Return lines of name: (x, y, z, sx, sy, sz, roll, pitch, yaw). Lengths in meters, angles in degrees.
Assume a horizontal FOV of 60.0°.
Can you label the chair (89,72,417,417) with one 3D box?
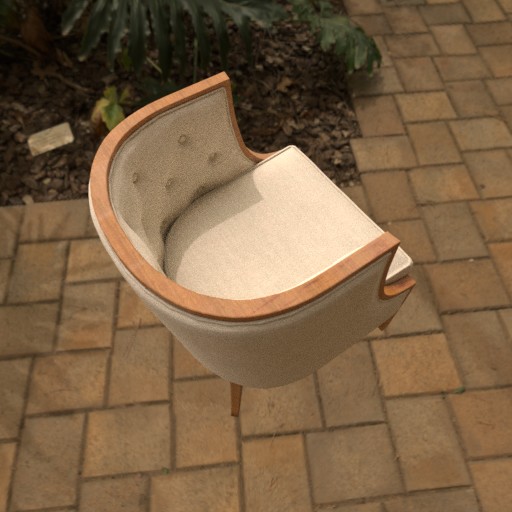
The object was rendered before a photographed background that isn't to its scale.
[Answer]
chair: (0.000, 0.000, 1.353, 0.757, 0.775, 0.711, -31, 63, -17)
